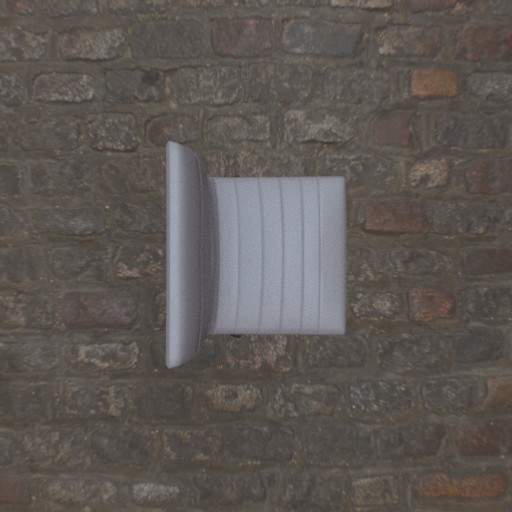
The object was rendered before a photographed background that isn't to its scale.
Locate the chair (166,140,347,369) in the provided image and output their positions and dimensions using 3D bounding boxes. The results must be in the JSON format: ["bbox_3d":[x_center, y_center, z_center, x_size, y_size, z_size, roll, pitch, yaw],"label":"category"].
[{"bbox_3d":[0.000,0.000,1.136,0.530,0.780,0.556,0,90,-1],"label":"chair"}]
